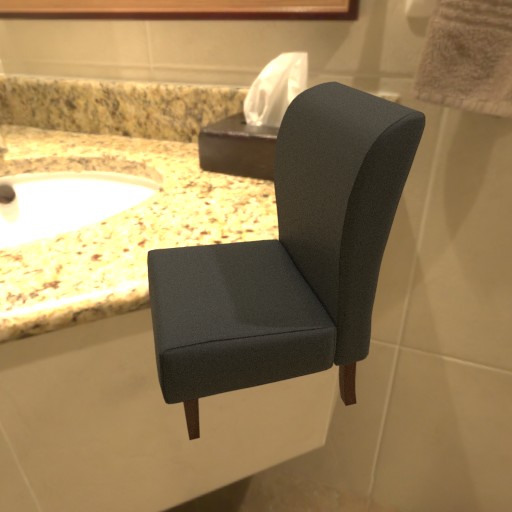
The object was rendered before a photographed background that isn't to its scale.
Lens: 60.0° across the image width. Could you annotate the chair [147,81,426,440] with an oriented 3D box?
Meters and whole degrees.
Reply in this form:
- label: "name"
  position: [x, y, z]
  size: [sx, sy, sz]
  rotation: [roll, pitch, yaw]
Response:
- label: "chair"
  position: [0.000, 0.000, 1.188]
  size: [0.592, 0.804, 0.513]
  rotation: [-8, 31, -14]
